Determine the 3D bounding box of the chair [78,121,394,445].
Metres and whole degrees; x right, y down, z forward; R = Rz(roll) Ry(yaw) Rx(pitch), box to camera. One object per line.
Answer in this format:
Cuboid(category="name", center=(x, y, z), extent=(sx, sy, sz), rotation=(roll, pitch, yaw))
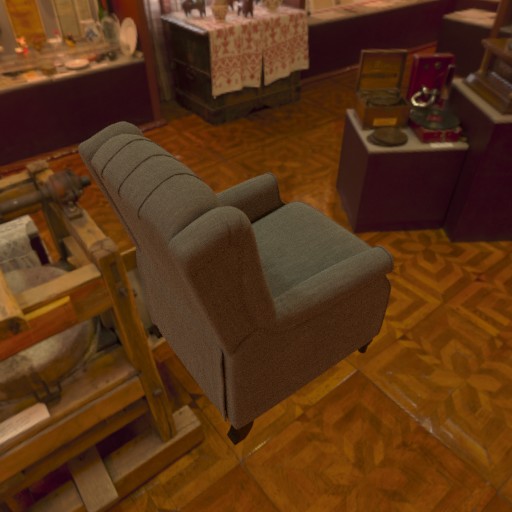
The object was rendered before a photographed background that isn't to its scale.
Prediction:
Cuboid(category="chair", center=(0.000, 0.000, 1.645), extent=(0.898, 1.035, 0.742), rotation=(-26, 47, -27))
